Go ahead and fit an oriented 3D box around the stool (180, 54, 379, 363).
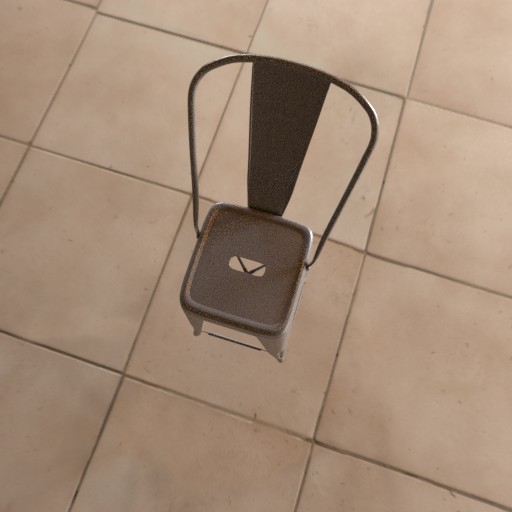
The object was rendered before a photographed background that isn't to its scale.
[{"bbox_3d":[0.000,0.000,1.315,0.399,1.096,0.513,16,76,4],"label":"stool"}]
